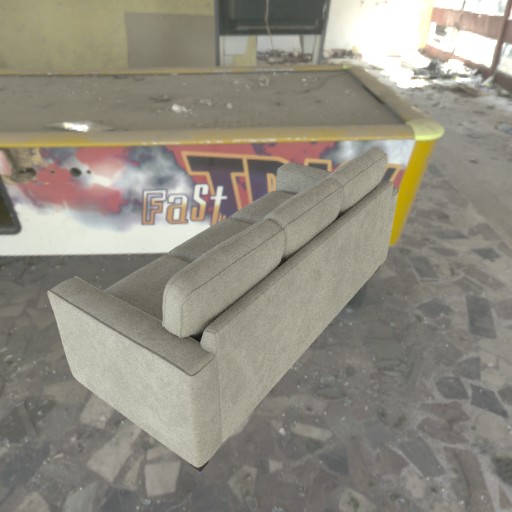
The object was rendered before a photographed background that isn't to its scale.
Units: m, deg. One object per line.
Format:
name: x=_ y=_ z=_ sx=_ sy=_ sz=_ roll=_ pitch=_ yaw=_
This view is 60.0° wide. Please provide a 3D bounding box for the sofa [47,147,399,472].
sofa: x=0.000 y=0.000 z=2.651 sx=0.939 sy=0.965 sz=2.133 roll=21 pitch=38 yaw=30
